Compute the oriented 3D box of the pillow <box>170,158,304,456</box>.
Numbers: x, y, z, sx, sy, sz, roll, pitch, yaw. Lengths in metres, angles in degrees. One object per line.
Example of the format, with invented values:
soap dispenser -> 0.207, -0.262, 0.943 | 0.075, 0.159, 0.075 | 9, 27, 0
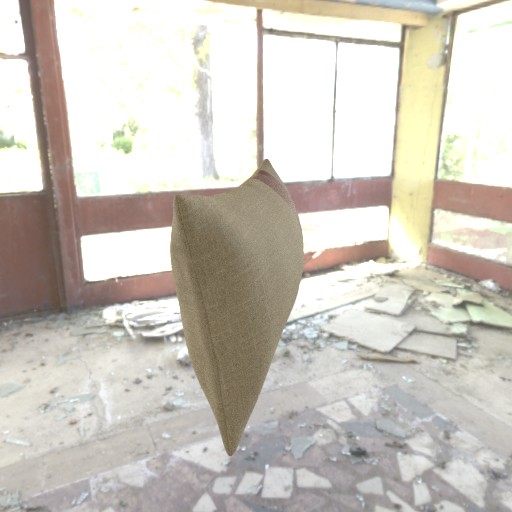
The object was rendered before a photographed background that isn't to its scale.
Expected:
pillow -> 0.000, 0.000, 0.733 | 0.155, 0.282, 0.612 | 2, 16, 9
